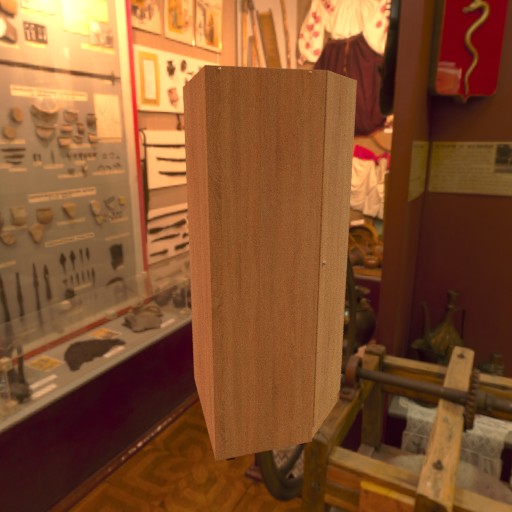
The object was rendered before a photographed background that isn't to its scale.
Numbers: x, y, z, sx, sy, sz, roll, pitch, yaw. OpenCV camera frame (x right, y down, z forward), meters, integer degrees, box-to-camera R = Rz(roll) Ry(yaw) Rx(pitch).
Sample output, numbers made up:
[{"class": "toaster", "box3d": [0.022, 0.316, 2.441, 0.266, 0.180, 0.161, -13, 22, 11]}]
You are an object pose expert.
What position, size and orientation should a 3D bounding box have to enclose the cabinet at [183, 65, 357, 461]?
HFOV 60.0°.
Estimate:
[{"class": "cabinet", "box3d": [0.000, 0.000, 2.879, 1.094, 2.120, 1.327, 8, 17, 29]}]
